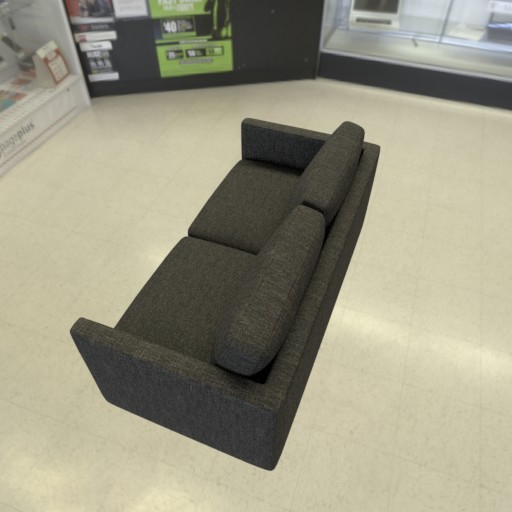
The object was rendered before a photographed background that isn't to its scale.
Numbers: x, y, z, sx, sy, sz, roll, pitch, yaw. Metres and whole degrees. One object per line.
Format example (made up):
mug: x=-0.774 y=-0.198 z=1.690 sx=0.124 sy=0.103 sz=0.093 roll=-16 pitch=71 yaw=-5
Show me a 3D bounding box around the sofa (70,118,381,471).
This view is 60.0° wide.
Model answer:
sofa: x=0.000 y=0.000 z=2.473 sx=0.950 sy=0.963 sz=1.884 roll=17 pitch=49 yaw=15
